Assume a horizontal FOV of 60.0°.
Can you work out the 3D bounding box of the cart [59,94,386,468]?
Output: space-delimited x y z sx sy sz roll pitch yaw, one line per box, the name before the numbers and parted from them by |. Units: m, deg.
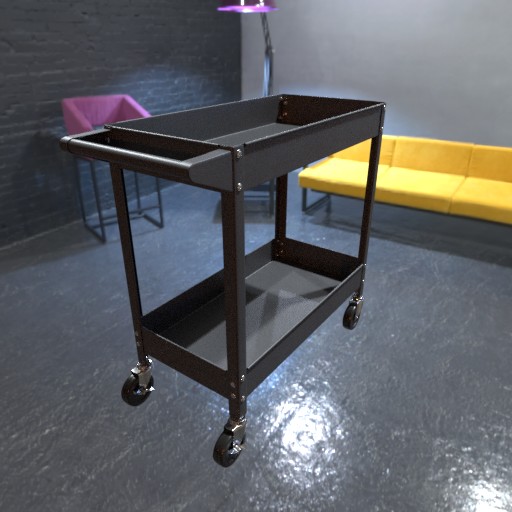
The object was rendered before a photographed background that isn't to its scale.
cart | 0.000 0.000 1.168 0.366 0.719 0.779 18 32 32
